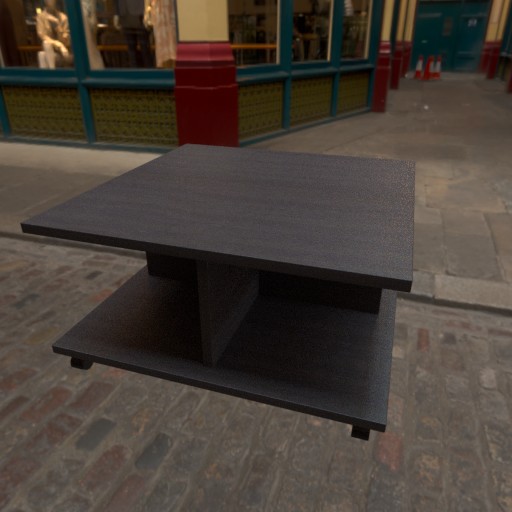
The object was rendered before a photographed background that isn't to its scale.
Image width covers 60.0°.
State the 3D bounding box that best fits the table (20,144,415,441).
[{"bbox_3d":[0.000,0.000,1.207,0.762,0.396,0.762,8,28,16],"label":"table"}]
